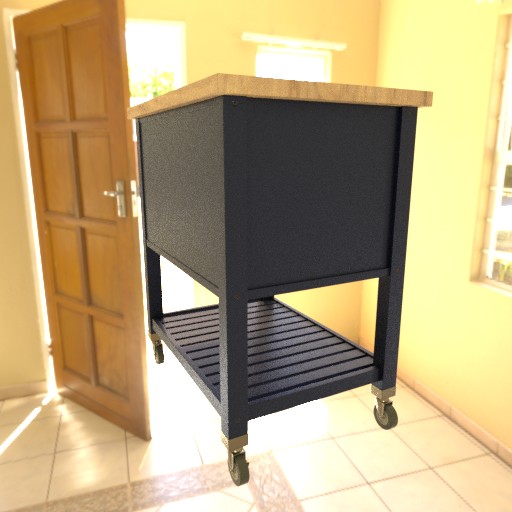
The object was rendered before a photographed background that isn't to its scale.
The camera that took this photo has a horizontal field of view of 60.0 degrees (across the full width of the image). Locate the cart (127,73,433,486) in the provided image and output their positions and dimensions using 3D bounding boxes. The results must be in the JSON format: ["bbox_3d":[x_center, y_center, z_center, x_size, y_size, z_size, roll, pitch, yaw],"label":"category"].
[{"bbox_3d":[0.000,0.000,1.387,0.567,0.920,0.797,-7,15,-27],"label":"cart"}]
